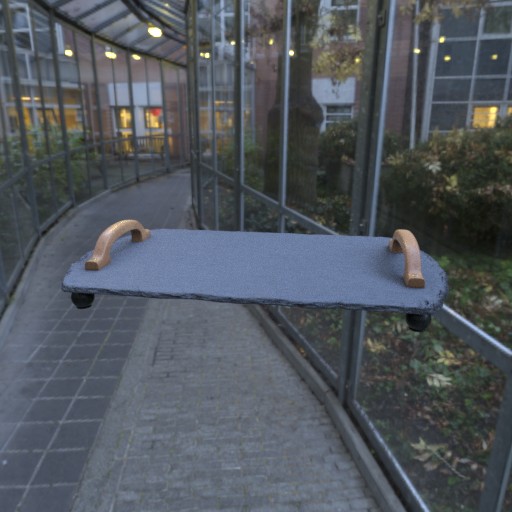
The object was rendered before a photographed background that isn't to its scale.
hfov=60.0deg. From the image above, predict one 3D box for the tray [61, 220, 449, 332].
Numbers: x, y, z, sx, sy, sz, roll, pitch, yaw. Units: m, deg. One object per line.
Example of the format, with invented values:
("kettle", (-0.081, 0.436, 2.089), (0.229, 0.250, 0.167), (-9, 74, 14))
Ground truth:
("tray", (0.000, 0.000, 0.480), (0.387, 0.062, 0.231), (3, 17, 9))
